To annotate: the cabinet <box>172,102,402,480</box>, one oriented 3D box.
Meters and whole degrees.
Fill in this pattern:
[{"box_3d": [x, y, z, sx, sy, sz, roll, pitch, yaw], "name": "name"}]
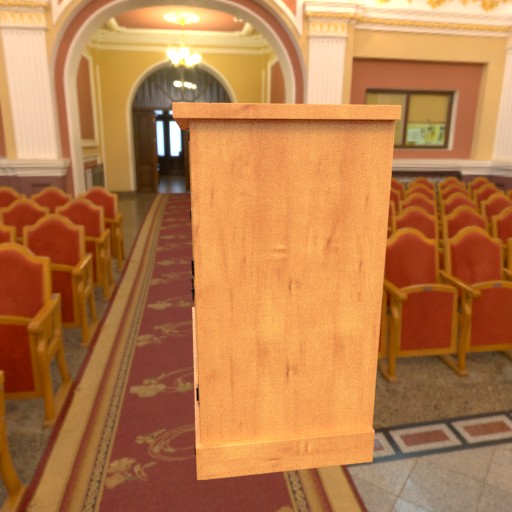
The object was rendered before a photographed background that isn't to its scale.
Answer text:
[{"box_3d": [0.000, 0.000, 1.397, 0.450, 0.840, 0.920, -2, 15, -8], "name": "cabinet"}]
